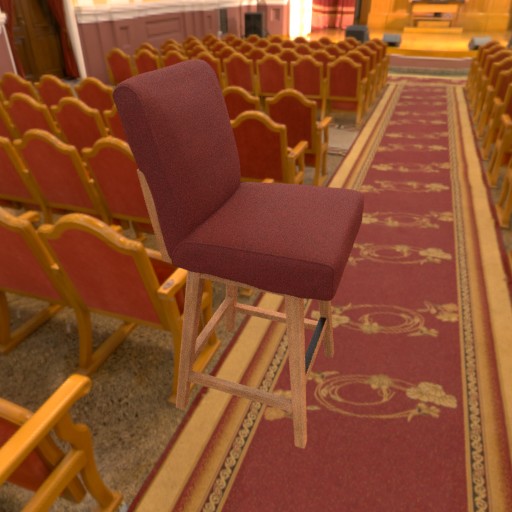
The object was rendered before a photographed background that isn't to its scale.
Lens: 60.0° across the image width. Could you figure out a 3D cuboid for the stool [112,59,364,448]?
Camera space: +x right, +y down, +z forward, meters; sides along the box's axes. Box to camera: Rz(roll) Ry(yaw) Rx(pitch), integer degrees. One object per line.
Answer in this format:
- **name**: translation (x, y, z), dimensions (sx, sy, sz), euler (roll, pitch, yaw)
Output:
- **stool**: translation (0.000, 0.000, 1.341), dimensions (0.562, 1.038, 0.468), euler (11, 33, 17)
